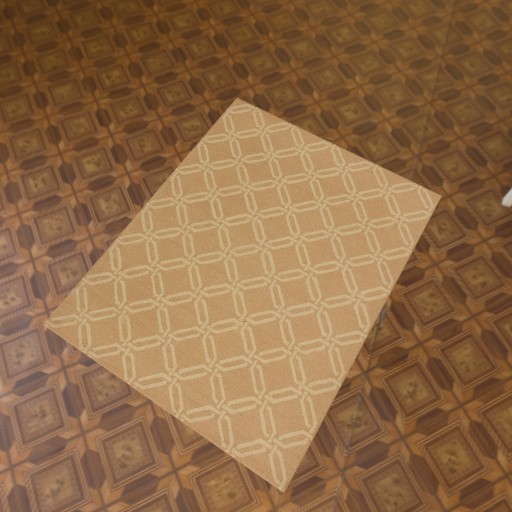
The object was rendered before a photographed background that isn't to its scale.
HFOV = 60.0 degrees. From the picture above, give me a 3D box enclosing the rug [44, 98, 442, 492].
[{"bbox_3d":[0.000,0.000,3.881,2.288,0.018,2.895,30,68,13],"label":"rug"}]
